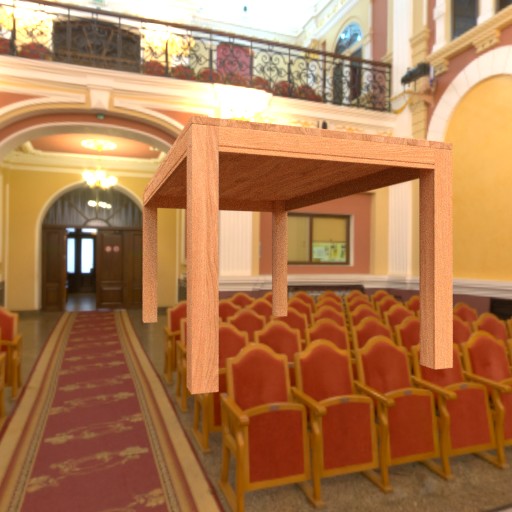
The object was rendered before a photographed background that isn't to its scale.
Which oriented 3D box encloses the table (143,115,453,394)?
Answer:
[{"bbox_3d":[0.000,0.000,2.076,0.900,0.770,1.500,0,0,-19],"label":"table"}]
